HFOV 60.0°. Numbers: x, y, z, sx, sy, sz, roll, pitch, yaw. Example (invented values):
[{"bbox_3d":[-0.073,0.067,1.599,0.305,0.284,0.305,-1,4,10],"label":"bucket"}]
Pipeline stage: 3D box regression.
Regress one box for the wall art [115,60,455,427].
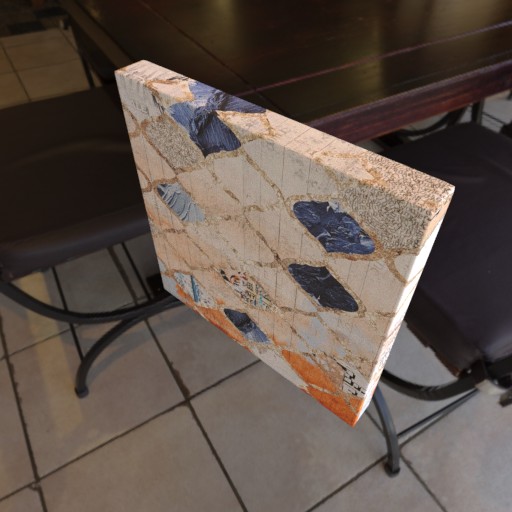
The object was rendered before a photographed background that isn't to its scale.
[{"bbox_3d":[0.000,0.000,0.447,0.303,0.304,0.036,31,53,27],"label":"wall art"}]
